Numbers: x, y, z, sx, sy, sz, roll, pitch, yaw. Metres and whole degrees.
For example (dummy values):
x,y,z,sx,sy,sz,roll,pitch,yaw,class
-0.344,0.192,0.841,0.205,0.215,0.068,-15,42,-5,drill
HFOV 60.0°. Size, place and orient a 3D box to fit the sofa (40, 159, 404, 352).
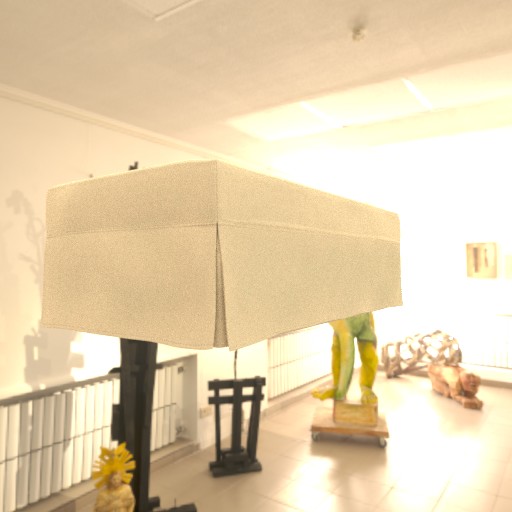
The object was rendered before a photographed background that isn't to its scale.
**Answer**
x,y,z,sx,sy,sz,roll,pitch,yaw,class
0.000,0.000,2.112,0.939,0.552,1.677,-1,-1,35,sofa
